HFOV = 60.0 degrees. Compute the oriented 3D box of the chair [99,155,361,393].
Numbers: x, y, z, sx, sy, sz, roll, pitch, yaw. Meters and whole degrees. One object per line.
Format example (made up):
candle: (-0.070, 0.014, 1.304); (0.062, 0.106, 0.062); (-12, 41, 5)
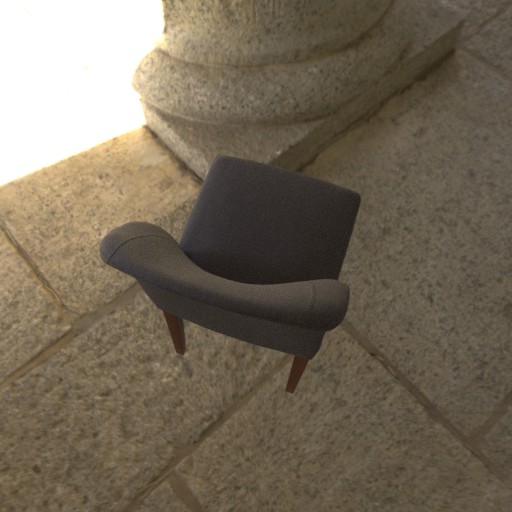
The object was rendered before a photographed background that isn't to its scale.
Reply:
chair: (0.000, 0.000, 1.245); (0.506, 0.879, 0.619); (17, 65, 8)
